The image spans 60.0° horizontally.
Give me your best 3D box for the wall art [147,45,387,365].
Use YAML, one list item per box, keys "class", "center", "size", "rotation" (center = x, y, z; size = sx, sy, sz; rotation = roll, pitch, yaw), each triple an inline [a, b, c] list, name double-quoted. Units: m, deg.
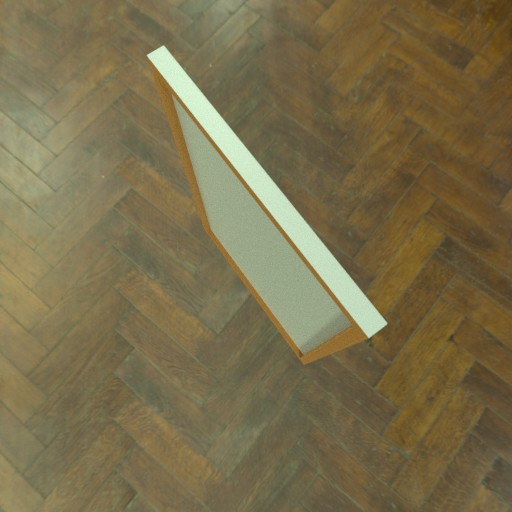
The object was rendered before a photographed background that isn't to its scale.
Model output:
- class: "wall art"
  center: [0.000, 0.000, 0.767]
  size: [0.025, 0.608, 0.405]
  rotation: [-35, 77, -9]
